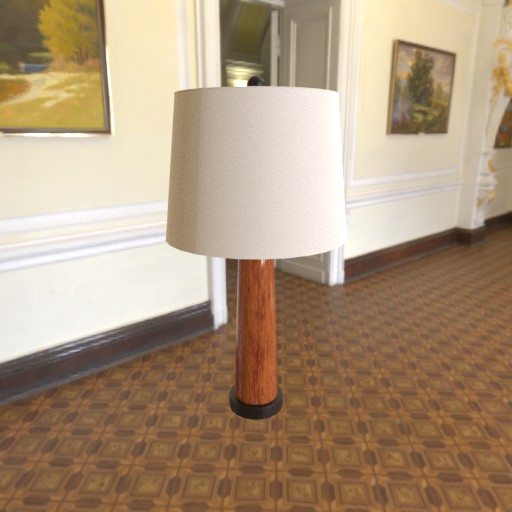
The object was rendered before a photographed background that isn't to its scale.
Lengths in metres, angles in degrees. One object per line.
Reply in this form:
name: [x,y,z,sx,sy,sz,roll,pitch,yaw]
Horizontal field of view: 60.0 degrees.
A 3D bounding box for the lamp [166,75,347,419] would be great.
lamp: [0.000,0.000,0.878,0.349,0.667,0.349,0,15,0]
